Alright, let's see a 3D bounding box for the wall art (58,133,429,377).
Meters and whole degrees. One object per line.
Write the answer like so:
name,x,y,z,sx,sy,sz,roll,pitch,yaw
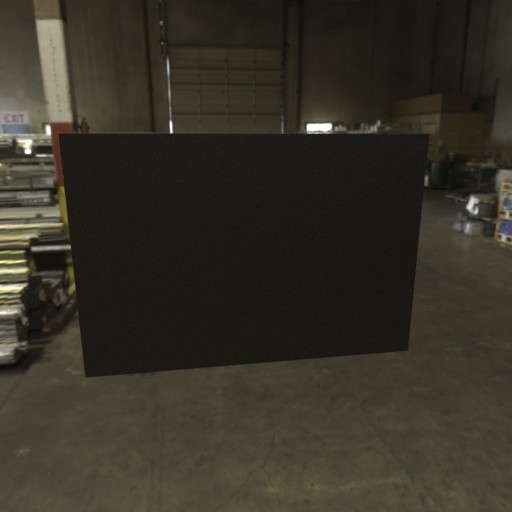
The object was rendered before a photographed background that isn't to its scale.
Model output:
wall art,0.000,0.000,1.520,1.192,0.811,0.013,-3,15,-9
